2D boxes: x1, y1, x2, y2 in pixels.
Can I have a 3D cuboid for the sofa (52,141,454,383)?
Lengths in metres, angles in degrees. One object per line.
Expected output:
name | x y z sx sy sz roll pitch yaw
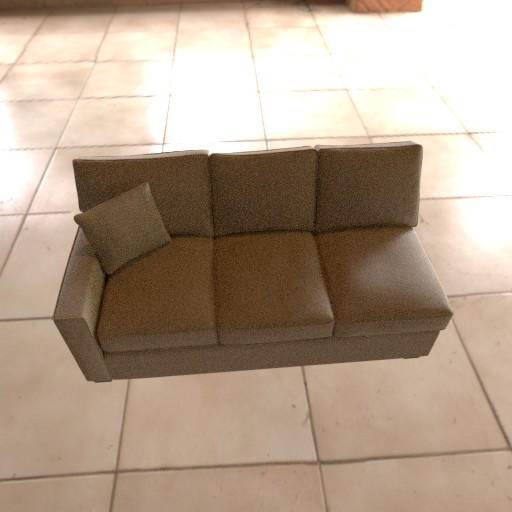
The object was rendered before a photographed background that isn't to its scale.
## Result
sofa | 0.000 0.000 2.527 1.962 0.946 1.034 -4 46 -3
